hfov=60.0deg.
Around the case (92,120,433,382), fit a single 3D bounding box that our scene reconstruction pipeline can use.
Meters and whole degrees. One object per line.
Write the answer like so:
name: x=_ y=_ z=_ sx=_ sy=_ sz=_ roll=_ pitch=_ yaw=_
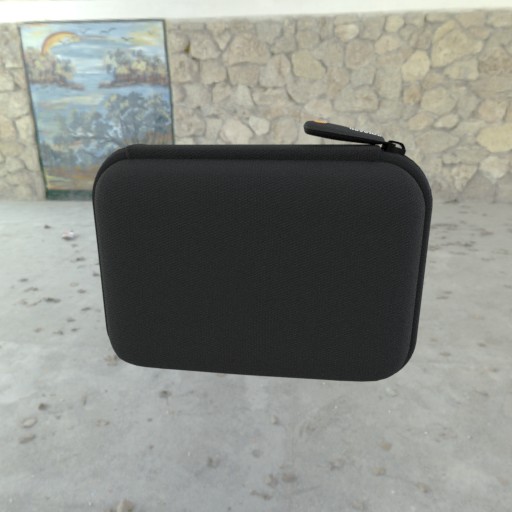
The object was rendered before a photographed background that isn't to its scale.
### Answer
case: x=0.000 y=0.000 z=0.180 sx=0.132 sy=0.105 sz=0.038 roll=2 pitch=17 yaw=7
